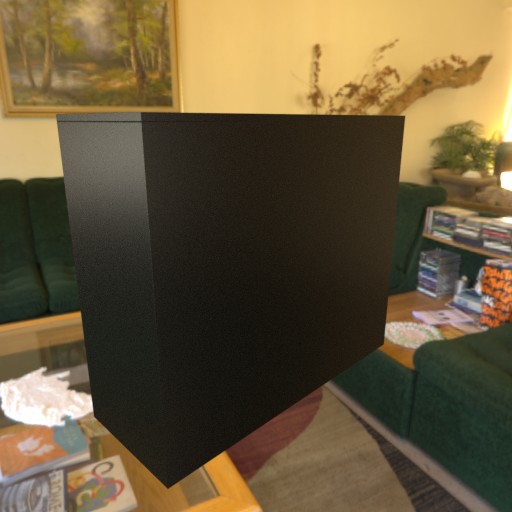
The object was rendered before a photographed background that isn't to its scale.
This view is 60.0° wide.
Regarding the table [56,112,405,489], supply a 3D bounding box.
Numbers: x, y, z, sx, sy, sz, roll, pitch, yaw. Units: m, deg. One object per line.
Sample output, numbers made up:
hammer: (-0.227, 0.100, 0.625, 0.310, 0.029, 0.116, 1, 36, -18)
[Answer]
table: (0.000, 0.000, 1.303, 0.380, 0.790, 0.930, 16, 23, 42)
